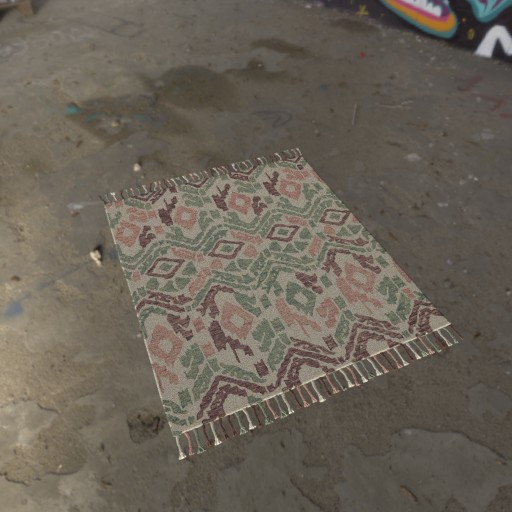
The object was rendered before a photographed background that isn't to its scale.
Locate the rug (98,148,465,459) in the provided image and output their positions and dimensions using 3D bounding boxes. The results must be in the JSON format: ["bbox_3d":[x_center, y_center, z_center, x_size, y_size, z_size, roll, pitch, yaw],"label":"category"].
[{"bbox_3d":[0.000,0.000,4.189,2.438,0.010,3.048,-17,48,-16],"label":"rug"}]
